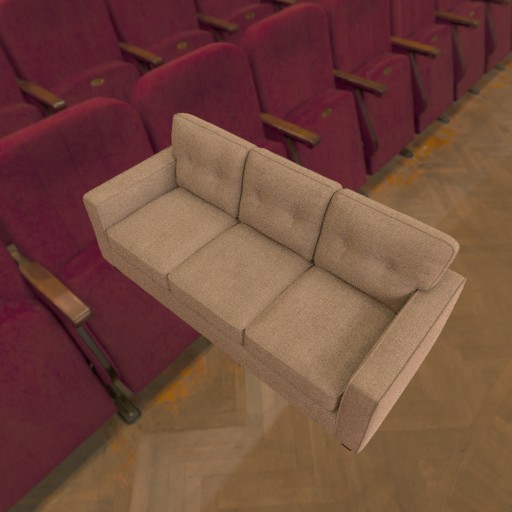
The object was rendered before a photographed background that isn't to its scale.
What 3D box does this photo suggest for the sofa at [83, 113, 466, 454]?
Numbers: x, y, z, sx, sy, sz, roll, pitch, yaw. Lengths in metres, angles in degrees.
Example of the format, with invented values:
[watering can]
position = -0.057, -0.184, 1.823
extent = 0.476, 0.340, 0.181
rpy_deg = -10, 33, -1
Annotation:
[sofa]
position = 0.000, 0.000, 2.658
extent = 2.133, 0.965, 0.939
rpy_deg = 32, 54, 27
